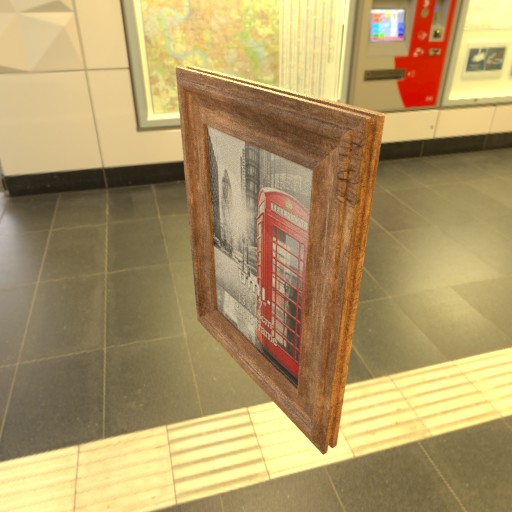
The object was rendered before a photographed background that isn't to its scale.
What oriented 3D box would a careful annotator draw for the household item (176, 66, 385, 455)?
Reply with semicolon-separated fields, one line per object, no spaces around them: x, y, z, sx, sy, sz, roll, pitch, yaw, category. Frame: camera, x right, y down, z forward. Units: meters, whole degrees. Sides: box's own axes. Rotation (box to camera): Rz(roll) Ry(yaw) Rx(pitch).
0.000;0.000;0.324;0.018;0.237;0.186;-20;36;-30;household item
